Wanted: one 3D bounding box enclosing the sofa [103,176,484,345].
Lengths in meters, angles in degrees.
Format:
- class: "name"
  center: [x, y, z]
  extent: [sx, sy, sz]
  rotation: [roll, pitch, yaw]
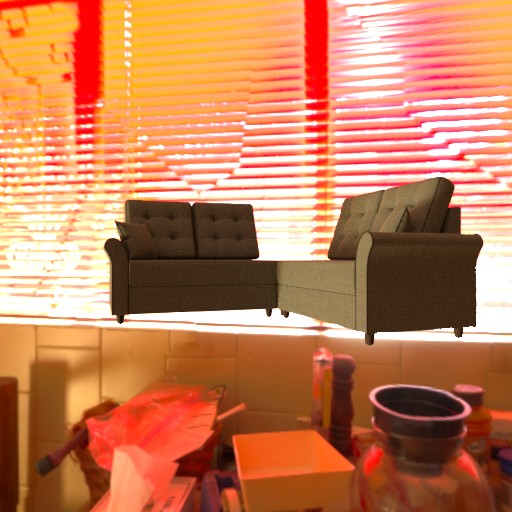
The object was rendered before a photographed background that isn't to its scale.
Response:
- class: "sofa"
  center: [0.000, 0.000, 3.198]
  extent: [2.068, 0.988, 2.070]
  rotation: [0, 0, -19]
